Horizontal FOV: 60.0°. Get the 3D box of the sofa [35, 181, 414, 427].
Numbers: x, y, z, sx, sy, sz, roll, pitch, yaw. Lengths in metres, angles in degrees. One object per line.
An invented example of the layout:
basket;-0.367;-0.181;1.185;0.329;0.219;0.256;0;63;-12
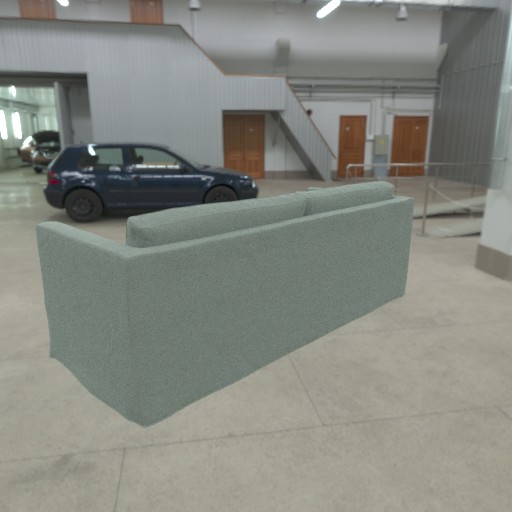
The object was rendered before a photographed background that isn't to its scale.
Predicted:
sofa;0.000;0.000;2.776;0.962;0.853;2.312;15;21;43
